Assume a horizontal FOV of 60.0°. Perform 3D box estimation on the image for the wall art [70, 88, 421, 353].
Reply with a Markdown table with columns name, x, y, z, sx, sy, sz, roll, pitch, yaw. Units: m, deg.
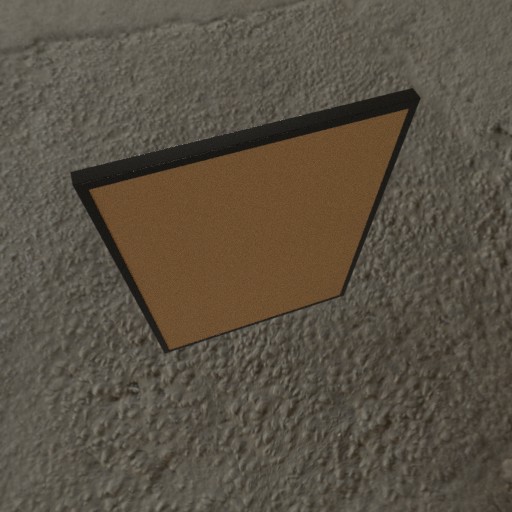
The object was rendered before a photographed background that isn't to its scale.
| name | x | y | z | sx | sy | sz | roll | pitch | yaw |
| --- | --- | --- | --- | --- | --- | --- | --- | --- | --- |
| wall art | 0.000 | 0.000 | 1.434 | 0.804 | 1.061 | 0.039 | -17 | 61 | -10 |
